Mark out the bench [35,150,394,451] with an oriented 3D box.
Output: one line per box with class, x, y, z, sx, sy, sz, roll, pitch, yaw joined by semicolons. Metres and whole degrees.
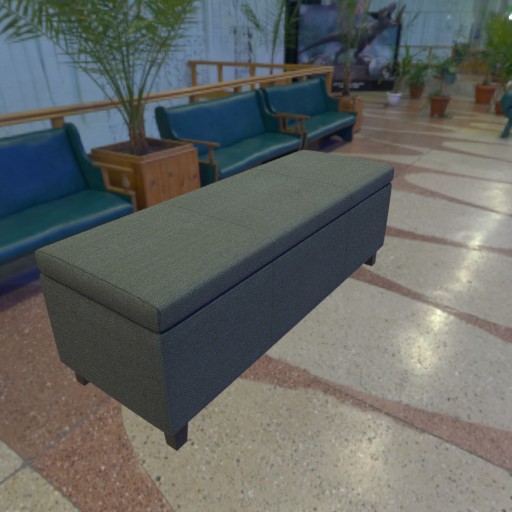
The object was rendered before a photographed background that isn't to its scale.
bench;0.000;0.000;1.493;0.446;0.438;1.269;18;32;32
